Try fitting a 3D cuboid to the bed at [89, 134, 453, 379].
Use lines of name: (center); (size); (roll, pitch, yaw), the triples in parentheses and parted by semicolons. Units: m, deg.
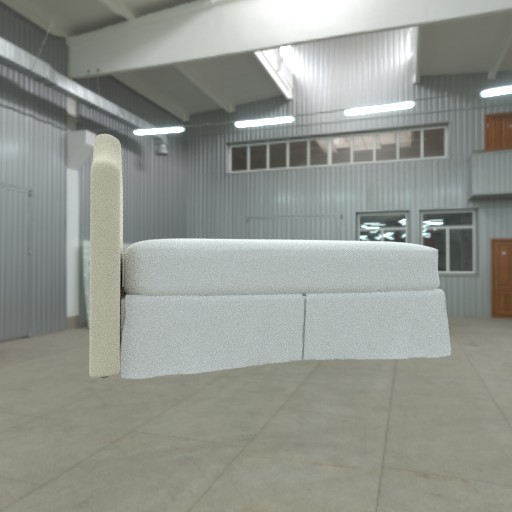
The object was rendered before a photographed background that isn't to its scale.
bed: (0.000, 0.000, 3.320); (2.209, 1.296, 1.827); (0, -1, -16)
